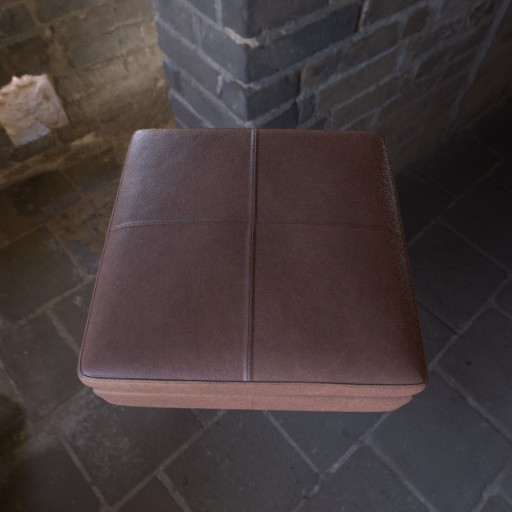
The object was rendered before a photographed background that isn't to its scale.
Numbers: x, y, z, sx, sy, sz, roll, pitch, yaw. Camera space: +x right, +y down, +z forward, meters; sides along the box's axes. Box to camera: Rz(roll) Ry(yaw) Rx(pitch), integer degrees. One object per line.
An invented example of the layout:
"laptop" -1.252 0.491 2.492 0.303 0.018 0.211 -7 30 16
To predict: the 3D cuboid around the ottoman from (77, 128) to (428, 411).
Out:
"ottoman" 0.000 0.000 1.834 1.168 0.490 1.168 1 59 1
